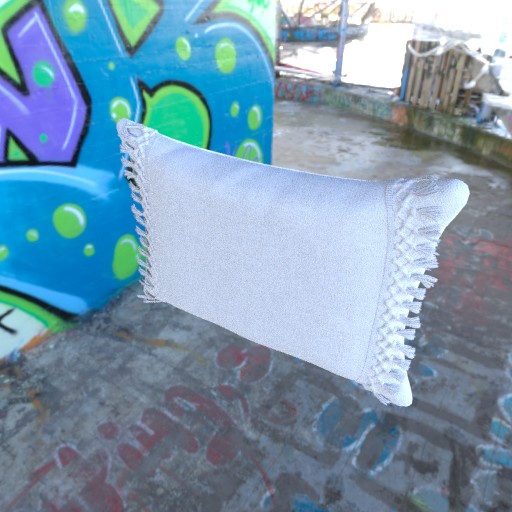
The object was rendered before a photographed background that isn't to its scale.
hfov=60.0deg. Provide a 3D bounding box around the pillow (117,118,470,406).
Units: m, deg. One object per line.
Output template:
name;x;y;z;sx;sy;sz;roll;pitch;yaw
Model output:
pillow;0.000;0.000;0.587;0.466;0.305;0.084;18;35;28
